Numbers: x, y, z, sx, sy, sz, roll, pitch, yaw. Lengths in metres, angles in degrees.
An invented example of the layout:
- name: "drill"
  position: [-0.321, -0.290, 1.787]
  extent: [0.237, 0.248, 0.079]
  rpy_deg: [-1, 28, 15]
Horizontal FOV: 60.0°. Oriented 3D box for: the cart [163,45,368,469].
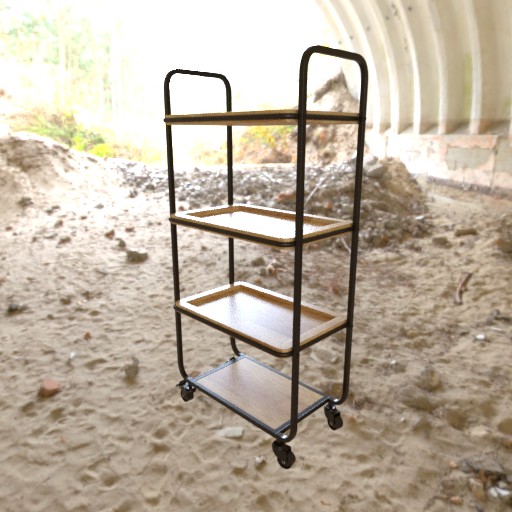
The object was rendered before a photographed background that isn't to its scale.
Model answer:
- name: "cart"
  position: [0.000, 0.000, 1.335]
  extent: [0.545, 1.080, 0.321]
  rpy_deg: [15, 21, 43]
